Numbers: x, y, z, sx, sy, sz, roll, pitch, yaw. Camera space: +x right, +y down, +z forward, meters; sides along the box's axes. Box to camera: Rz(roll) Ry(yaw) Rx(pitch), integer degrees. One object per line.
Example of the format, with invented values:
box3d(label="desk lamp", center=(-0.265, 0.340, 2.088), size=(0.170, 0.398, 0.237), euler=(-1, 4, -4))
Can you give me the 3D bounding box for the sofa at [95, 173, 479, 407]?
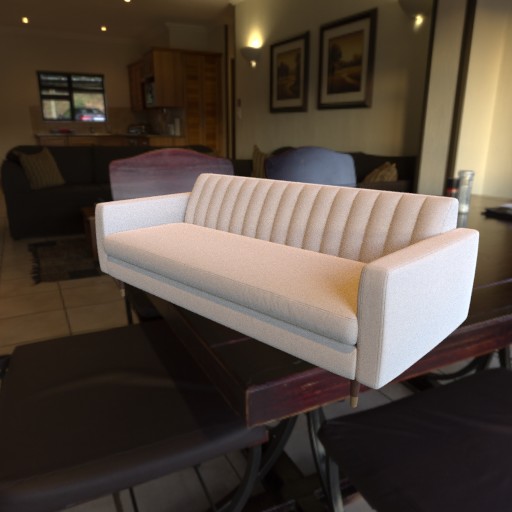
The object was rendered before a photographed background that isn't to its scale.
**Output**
box3d(label="sofa", center=(0.000, 0.000, 2.716), size=(2.291, 0.821, 0.990), euler=(15, 21, 42))
